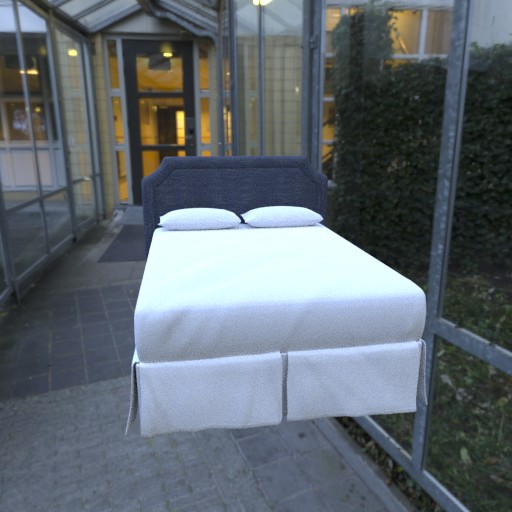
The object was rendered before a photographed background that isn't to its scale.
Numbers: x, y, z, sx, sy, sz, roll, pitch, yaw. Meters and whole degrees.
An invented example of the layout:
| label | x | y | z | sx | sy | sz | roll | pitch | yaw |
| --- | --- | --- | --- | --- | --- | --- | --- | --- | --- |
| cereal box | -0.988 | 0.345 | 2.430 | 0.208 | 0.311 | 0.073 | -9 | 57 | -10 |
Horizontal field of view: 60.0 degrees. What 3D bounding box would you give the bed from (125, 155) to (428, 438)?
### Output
| label | x | y | z | sx | sy | sz | roll | pitch | yaw |
| --- | --- | --- | --- | --- | --- | --- | --- | --- | --- |
| bed | 0.000 | 0.000 | 3.138 | 1.693 | 1.290 | 2.116 | -3 | 16 | -9 |
